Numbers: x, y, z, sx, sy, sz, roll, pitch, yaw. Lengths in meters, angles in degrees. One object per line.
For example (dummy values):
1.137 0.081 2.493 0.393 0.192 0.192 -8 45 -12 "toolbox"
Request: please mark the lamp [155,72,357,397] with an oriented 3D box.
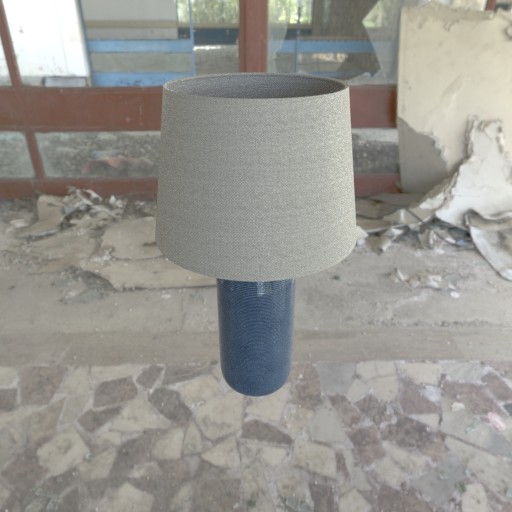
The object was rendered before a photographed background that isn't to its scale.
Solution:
0.000 0.000 0.585 0.253 0.428 0.253 0 29 0 "lamp"
